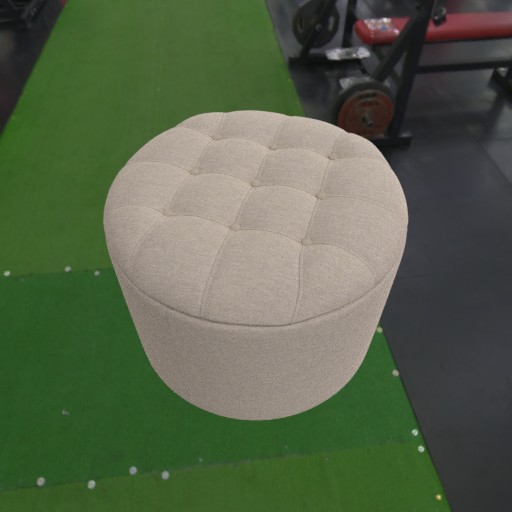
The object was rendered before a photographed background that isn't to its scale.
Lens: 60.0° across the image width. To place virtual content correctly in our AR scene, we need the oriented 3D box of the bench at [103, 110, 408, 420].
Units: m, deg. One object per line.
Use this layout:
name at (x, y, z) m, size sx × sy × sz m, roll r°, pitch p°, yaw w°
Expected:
bench at (0.000, 0.000, 1.011) m, size 0.600 × 0.454 × 0.600 m, roll 0°, pitch 48°, yaw 0°
